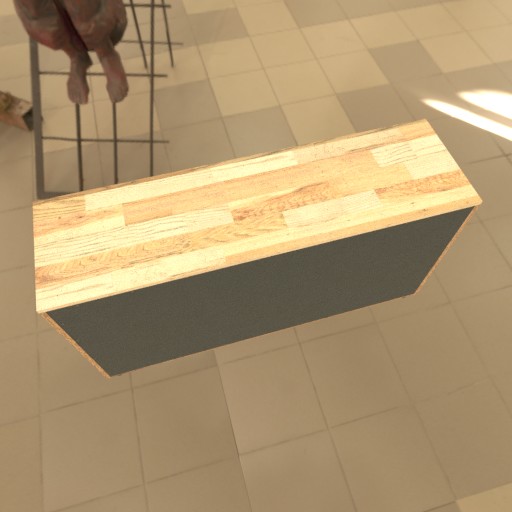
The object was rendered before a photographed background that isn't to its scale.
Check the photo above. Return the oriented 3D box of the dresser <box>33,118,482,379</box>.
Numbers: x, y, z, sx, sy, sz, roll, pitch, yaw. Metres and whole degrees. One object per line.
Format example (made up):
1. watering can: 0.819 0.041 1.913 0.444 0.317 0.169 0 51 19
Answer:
1. dresser: 0.000 0.000 1.952 1.547 0.834 0.487 -14 60 -8
